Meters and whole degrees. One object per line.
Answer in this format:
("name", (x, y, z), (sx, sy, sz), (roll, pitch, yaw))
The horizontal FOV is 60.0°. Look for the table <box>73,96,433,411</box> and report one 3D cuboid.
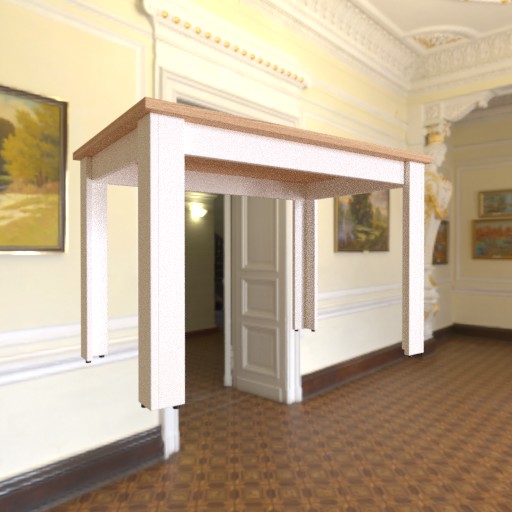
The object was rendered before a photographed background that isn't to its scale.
("table", (0.000, 0.000, 1.606), (1.100, 0.734, 0.700), (0, 1, -35))
